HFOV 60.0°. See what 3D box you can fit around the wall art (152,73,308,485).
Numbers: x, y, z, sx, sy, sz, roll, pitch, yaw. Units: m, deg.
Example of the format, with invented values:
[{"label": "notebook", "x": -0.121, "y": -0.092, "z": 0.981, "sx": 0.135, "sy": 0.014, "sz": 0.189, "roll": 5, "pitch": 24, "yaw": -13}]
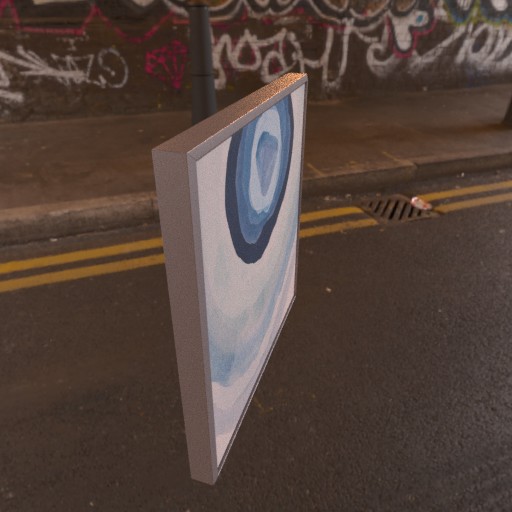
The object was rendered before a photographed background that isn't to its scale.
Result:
[{"label": "wall art", "x": 0.000, "y": 0.000, "z": 0.513, "sx": 0.028, "sy": 0.349, "sz": 0.349, "roll": 9, "pitch": 32, "yaw": 16}]
